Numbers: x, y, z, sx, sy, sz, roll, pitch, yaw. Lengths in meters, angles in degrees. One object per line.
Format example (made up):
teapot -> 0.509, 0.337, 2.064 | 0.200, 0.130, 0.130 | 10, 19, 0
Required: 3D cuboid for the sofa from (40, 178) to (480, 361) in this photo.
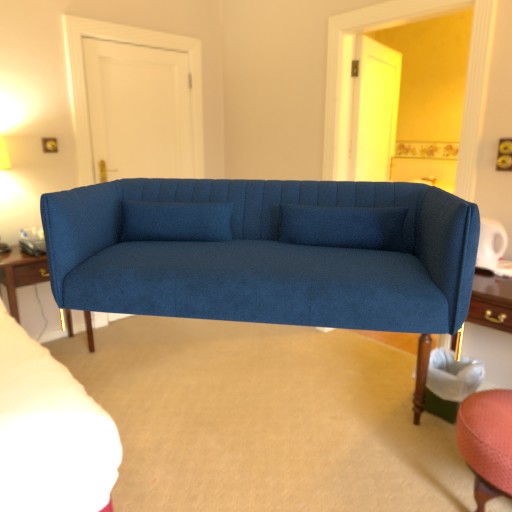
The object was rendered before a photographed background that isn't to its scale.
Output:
sofa -> 0.000, 0.000, 2.524 | 2.136, 0.793, 0.896 | 2, 15, 9
